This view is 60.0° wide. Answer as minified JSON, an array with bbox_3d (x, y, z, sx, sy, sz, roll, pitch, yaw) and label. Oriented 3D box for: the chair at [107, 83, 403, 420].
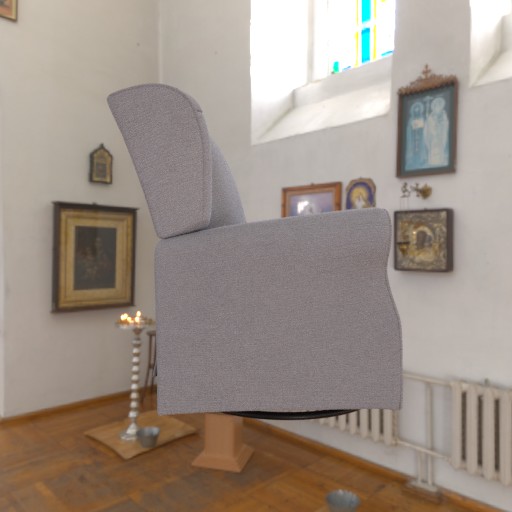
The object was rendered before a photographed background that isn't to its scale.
[{"bbox_3d":[0.000,0.000,1.618,0.854,0.966,0.906,0,-1,0],"label":"chair"}]
